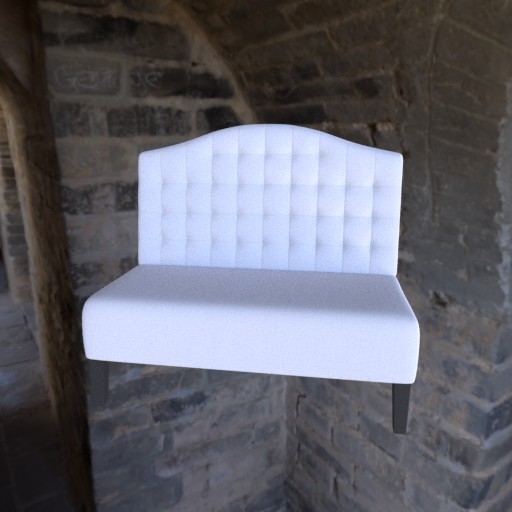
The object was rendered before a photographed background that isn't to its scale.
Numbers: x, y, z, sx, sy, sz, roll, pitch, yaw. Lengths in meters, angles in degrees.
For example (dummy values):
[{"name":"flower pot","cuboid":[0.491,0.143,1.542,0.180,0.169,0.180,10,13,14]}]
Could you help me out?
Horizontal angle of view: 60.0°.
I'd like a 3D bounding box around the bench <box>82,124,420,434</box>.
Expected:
[{"name":"bench","cuboid":[0.000,0.000,2.032,1.335,1.180,0.815,2,15,8]}]
